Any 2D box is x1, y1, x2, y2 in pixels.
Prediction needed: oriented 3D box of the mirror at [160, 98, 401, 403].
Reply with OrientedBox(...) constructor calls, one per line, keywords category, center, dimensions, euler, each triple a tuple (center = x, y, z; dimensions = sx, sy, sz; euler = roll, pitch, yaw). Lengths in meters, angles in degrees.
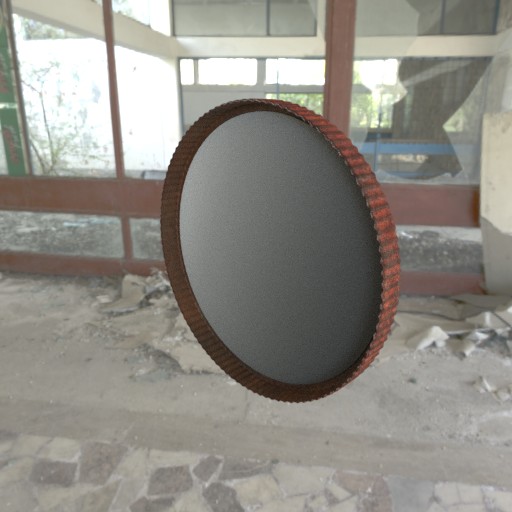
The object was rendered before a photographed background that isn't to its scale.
OrientedBox(category="mirror", center=(0.000, 0.000, 0.909), dimensions=(0.609, 0.609, 0.056), euler=(16, 24, 42))
